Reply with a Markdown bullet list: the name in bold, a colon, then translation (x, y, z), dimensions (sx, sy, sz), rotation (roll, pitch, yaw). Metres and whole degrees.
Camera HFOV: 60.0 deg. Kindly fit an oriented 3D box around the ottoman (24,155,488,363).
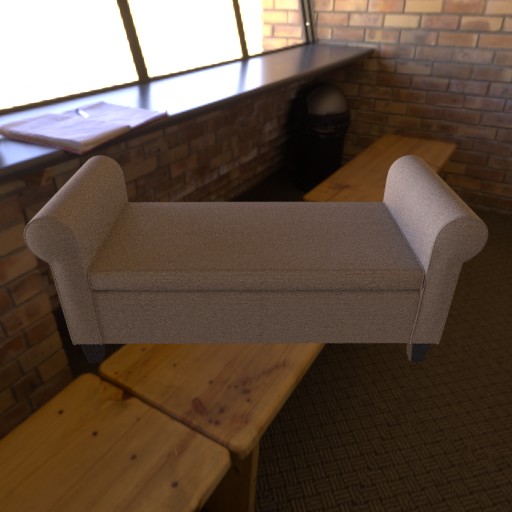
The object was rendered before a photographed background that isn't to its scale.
- **ottoman**: translation (0.000, 0.000, 1.521), dimensions (1.256, 0.547, 0.521), rotation (0, 31, 0)
